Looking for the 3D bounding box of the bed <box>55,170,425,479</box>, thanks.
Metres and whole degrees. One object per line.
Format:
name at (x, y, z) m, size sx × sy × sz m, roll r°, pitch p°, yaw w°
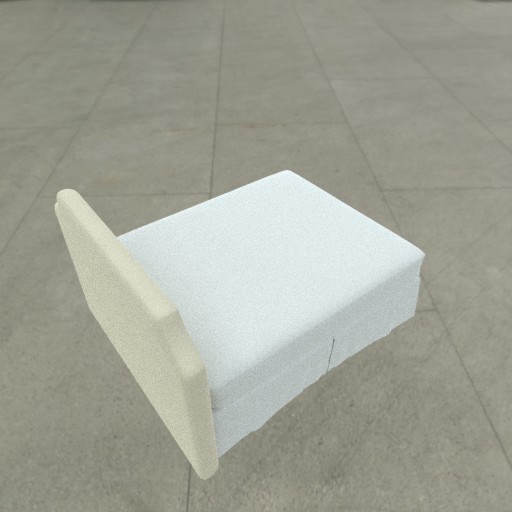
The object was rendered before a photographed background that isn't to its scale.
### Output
bed at (0.000, 0.000, 3.339) m, size 2.209 × 1.296 × 1.827 m, roll -26°, pitch 47°, yaw -28°
